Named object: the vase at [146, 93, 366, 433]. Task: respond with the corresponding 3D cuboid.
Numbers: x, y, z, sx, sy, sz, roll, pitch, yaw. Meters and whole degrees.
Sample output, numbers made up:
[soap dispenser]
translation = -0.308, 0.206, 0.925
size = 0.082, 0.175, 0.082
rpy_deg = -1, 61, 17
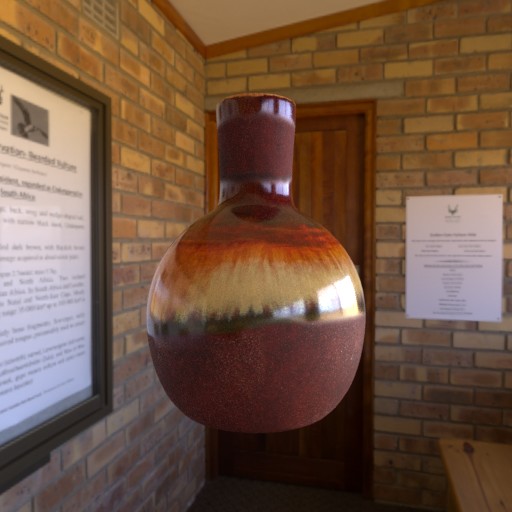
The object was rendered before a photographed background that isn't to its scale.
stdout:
[vase]
translation = 0.000, 0.000, 0.230
size = 0.111, 0.154, 0.111
rpy_deg = 0, 1, 0
